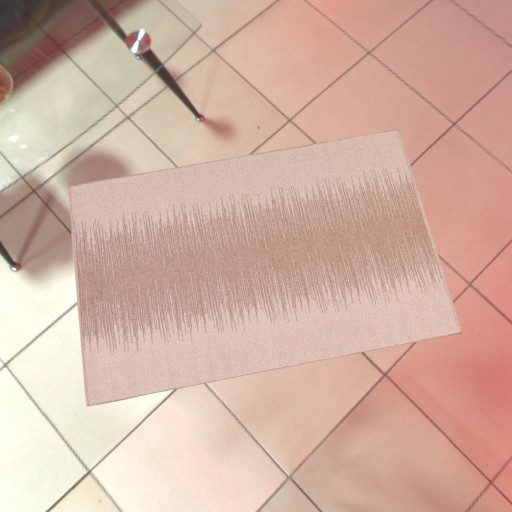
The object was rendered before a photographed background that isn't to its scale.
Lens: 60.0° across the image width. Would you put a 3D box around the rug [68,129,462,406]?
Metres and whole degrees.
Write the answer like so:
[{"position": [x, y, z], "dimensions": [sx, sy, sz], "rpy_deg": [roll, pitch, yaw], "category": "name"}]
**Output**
[{"position": [0.000, 0.000, 3.013], "dimensions": [2.440, 0.012, 1.522], "rpy_deg": [-10, 75, -3], "category": "rug"}]
